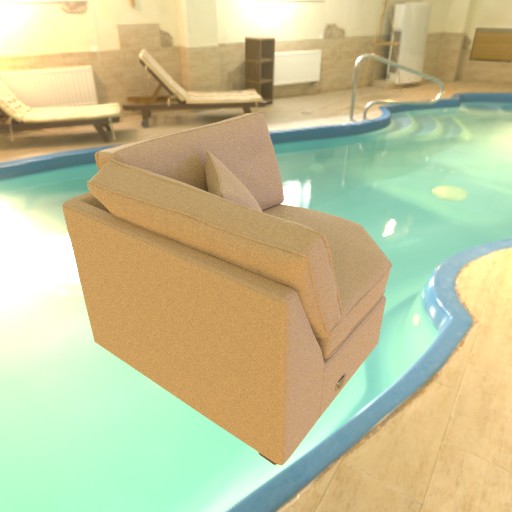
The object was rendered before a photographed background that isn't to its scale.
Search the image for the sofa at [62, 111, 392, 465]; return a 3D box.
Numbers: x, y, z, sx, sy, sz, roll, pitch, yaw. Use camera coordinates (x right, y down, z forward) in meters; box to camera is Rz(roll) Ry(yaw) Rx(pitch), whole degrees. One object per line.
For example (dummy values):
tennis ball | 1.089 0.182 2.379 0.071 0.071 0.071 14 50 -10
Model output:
sofa | 0.000 0.000 1.869 1.050 0.937 1.042 22 37 32
